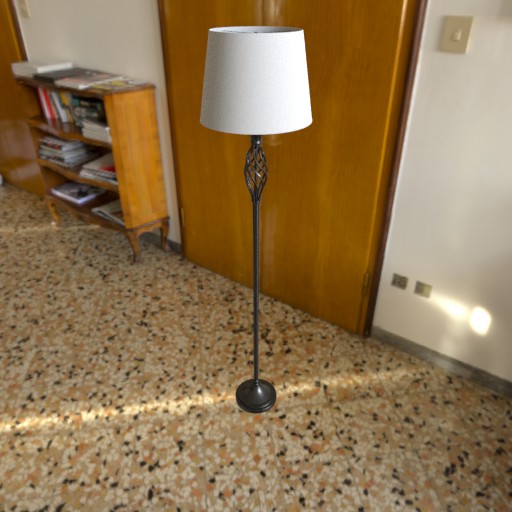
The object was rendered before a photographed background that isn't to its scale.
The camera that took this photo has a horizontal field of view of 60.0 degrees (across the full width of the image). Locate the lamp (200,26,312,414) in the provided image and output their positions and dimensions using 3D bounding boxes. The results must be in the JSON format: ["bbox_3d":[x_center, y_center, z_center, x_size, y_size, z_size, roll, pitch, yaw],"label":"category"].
[{"bbox_3d":[0.000,0.000,1.779,0.379,1.623,0.379,0,31,0],"label":"lamp"}]
